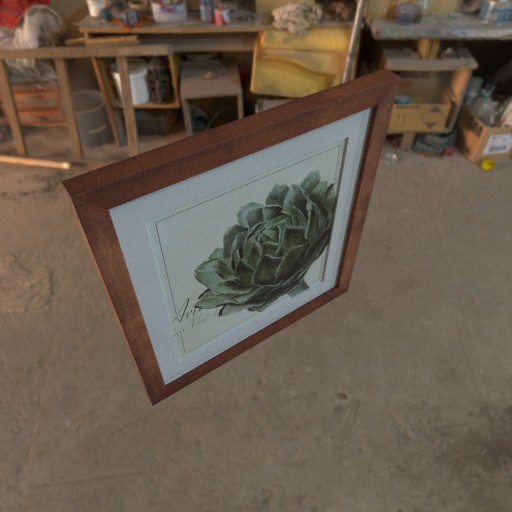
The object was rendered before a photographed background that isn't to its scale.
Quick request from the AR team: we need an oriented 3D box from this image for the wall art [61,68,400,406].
[{"bbox_3d":[0.000,0.000,0.849,0.554,0.572,0.037,-26,52,-22],"label":"wall art"}]
